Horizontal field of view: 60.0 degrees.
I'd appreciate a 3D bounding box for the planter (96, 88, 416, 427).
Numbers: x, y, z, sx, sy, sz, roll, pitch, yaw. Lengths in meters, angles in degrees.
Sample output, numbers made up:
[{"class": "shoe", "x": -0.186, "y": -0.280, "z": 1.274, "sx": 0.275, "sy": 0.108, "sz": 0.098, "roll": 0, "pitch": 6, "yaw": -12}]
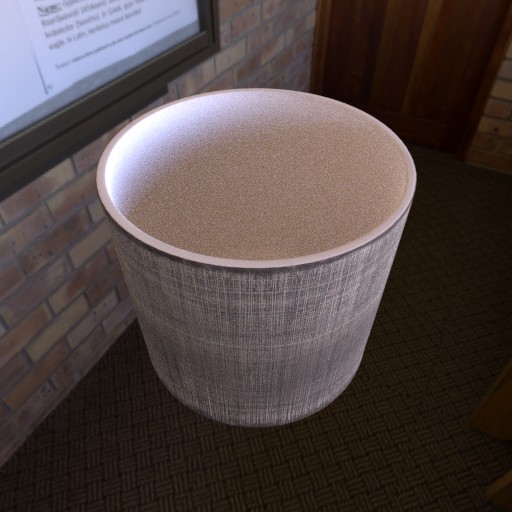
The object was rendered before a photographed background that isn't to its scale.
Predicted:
[{"class": "planter", "x": 0.000, "y": 0.000, "z": 0.385, "sx": 0.221, "sy": 0.201, "sz": 0.221, "roll": 0, "pitch": 45, "yaw": 0}]
